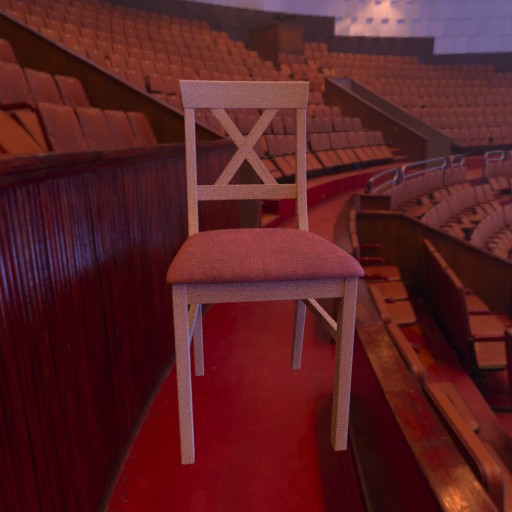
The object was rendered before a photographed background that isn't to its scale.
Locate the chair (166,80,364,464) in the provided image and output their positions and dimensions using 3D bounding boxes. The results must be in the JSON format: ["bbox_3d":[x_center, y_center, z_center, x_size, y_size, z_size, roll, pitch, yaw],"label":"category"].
[{"bbox_3d":[0.000,0.000,1.178,0.439,0.912,0.492,-2,16,-7],"label":"chair"}]
